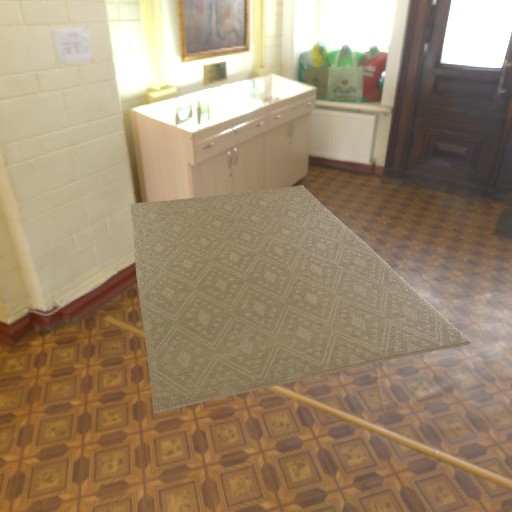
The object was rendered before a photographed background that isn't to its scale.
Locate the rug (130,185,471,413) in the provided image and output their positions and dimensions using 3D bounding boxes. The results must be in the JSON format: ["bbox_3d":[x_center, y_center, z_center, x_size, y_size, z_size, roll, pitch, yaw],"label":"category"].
[{"bbox_3d":[0.000,0.000,2.374,1.252,0.034,1.829,-8,30,-14],"label":"rug"}]
